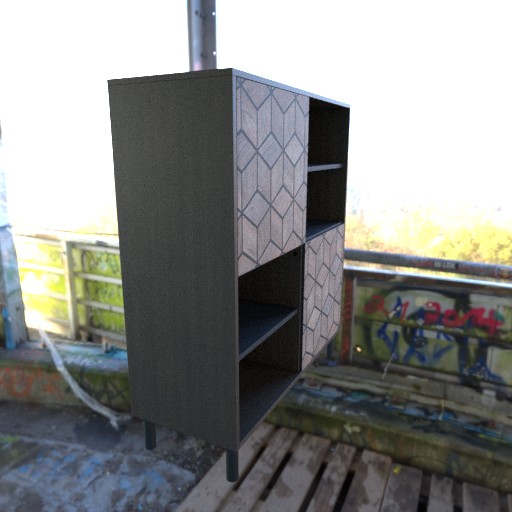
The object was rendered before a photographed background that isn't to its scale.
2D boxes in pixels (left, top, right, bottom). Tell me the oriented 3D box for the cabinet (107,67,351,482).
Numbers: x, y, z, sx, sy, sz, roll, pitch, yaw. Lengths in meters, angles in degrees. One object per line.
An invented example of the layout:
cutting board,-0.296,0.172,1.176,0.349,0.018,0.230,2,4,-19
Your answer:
cabinet,0.000,0.000,1.700,0.400,1.170,1.010,7,15,27
